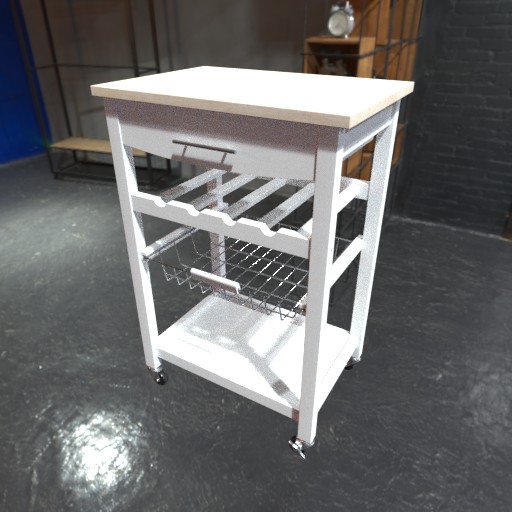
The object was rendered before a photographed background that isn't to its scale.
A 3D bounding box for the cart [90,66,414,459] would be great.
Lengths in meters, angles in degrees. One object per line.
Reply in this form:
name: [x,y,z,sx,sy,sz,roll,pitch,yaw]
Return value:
cart: [0.000,0.000,1.172,0.578,0.857,0.406,16,33,26]
